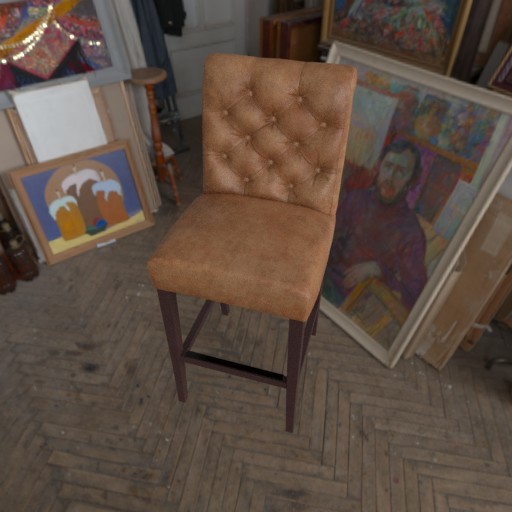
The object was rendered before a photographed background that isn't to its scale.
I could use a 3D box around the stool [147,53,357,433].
[{"bbox_3d":[0.000,0.000,1.512,0.493,1.140,0.601,11,42,13],"label":"stool"}]
